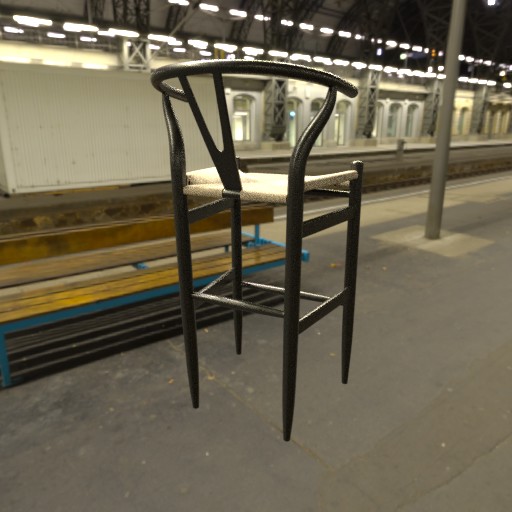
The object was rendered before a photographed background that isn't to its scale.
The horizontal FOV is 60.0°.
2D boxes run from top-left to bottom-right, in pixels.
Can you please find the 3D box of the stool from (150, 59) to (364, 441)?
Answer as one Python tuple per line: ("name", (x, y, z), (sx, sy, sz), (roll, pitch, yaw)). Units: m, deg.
("stool", (0.000, 0.000, 1.394), (0.569, 1.072, 0.579), (9, 19, 27))
